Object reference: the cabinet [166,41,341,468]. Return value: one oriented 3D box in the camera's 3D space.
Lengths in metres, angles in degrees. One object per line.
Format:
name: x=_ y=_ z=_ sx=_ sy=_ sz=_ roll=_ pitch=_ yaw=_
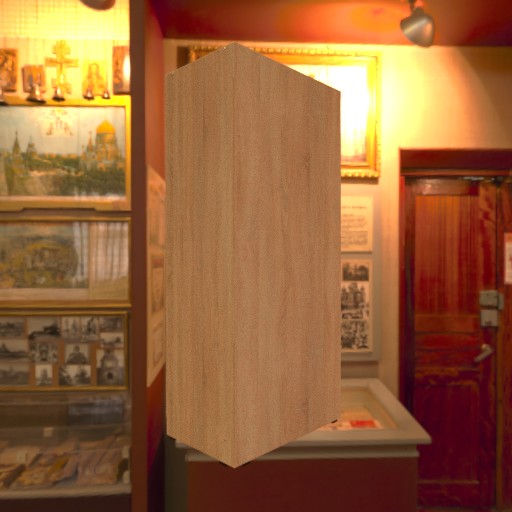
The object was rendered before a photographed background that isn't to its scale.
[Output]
cabinet: x=0.000 y=0.000 z=2.851 sx=1.094 sy=2.120 sz=1.327 roll=0 pitch=0 yaw=-1
